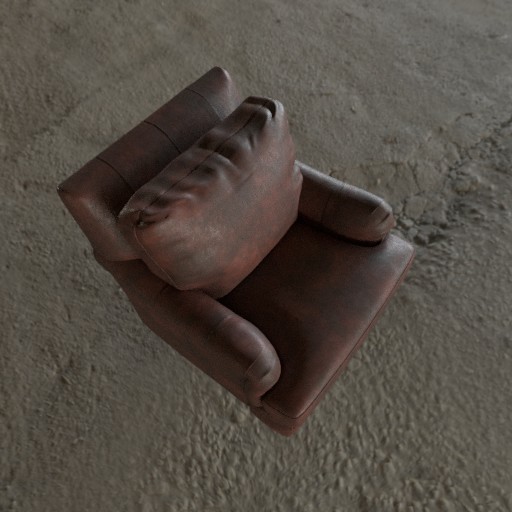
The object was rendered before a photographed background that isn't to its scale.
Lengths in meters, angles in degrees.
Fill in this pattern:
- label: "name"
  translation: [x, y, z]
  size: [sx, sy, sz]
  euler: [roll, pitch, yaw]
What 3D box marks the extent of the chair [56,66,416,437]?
- label: "chair"
  translation: [0.000, 0.000, 1.963]
  size: [1.156, 1.051, 0.987]
  euler: [33, 64, 19]
